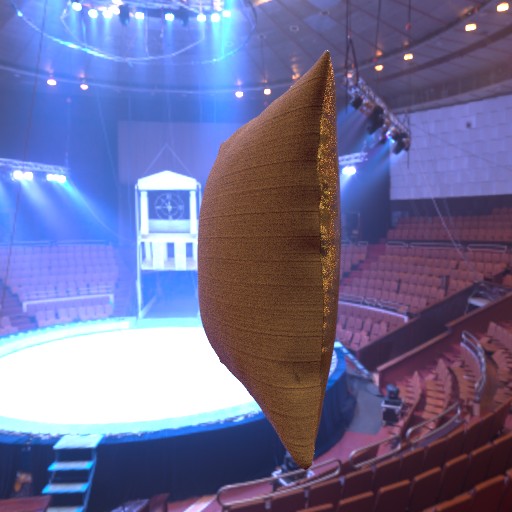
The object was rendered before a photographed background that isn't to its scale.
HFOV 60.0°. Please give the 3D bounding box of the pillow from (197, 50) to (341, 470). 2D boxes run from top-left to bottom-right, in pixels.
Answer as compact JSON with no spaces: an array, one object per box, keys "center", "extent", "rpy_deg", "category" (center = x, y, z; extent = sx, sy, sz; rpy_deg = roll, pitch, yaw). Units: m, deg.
[{"center":[0.000,0.000,0.707],"extent":[0.175,0.464,0.470],"rpy_deg":[-1,2,-17],"category":"pillow"}]
